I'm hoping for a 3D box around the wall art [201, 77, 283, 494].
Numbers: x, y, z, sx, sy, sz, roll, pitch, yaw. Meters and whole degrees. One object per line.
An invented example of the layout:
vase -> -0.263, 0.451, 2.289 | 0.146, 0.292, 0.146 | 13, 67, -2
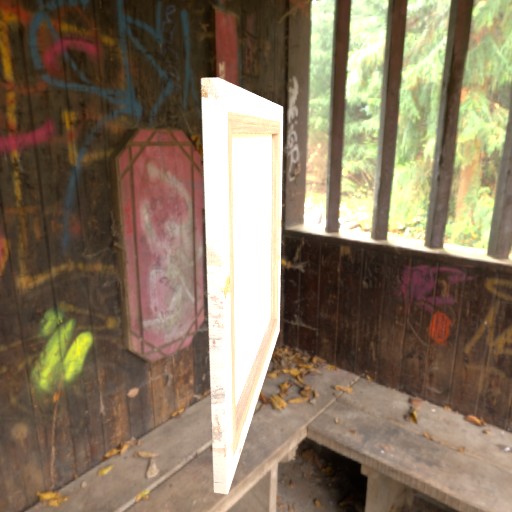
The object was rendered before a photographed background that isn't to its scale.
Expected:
wall art -> 0.000, 0.000, 1.507 | 0.040, 1.018, 1.015 | 3, 16, 10
